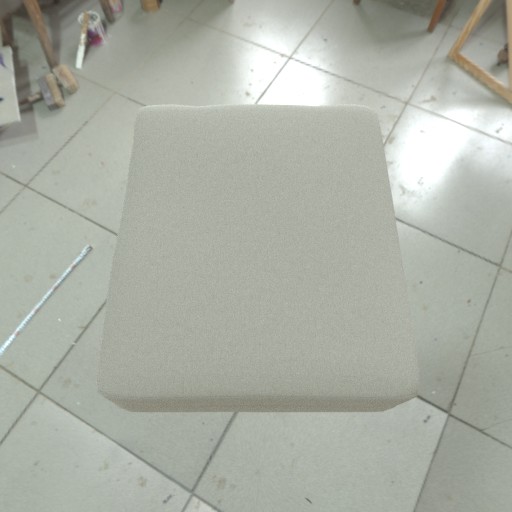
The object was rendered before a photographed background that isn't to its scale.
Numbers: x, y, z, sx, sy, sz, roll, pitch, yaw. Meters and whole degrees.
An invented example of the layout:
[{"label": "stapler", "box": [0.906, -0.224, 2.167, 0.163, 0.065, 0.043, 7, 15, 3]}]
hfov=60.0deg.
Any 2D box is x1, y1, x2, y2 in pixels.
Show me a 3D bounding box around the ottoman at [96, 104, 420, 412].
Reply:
[{"label": "ottoman", "box": [0.000, 0.000, 1.473, 0.836, 0.492, 0.976, 0, 64, 0]}]
